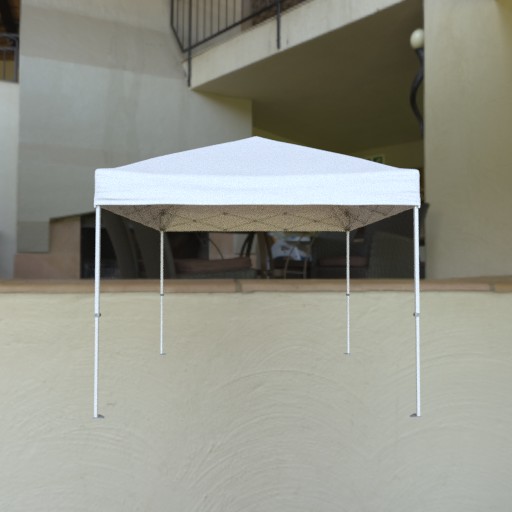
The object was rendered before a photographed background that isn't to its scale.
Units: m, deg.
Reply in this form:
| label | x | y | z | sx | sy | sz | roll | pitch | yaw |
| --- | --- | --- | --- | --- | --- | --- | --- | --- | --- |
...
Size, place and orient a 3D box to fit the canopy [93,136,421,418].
| label | x | y | z | sx | sy | sz | roll | pitch | yaw |
| --- | --- | --- | --- | --- | --- | --- | --- | --- | --- |
| canopy | 0.000 | 0.000 | 5.515 | 2.998 | 2.997 | 2.996 | 0 | -1 | -1 |
